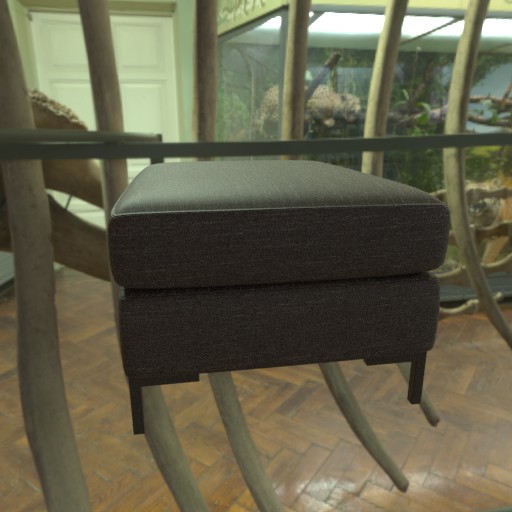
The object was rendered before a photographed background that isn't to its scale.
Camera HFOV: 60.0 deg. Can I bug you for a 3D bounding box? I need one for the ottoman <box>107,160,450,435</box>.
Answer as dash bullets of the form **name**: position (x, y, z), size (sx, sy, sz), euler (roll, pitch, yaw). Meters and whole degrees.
- **ottoman**: position (0.000, 0.000, 1.226), size (0.671, 0.490, 0.820), euler (-3, 17, -9)
